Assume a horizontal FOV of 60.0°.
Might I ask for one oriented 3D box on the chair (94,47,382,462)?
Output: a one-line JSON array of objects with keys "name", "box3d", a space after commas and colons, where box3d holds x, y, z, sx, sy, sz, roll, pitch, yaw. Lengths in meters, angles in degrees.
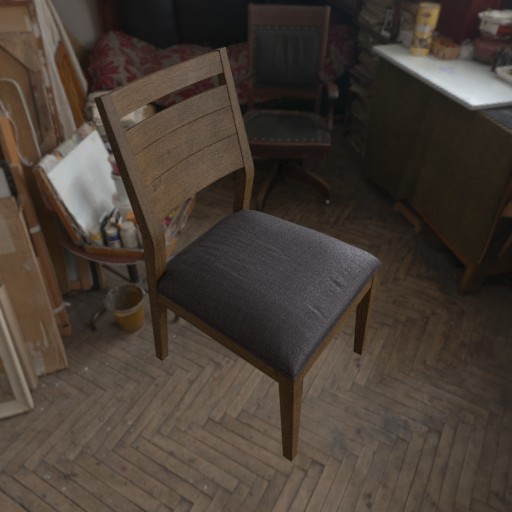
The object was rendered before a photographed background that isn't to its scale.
[{"name": "chair", "box3d": [0.000, 0.000, 1.268, 0.610, 0.939, 0.501, 25, 47, 26]}]
